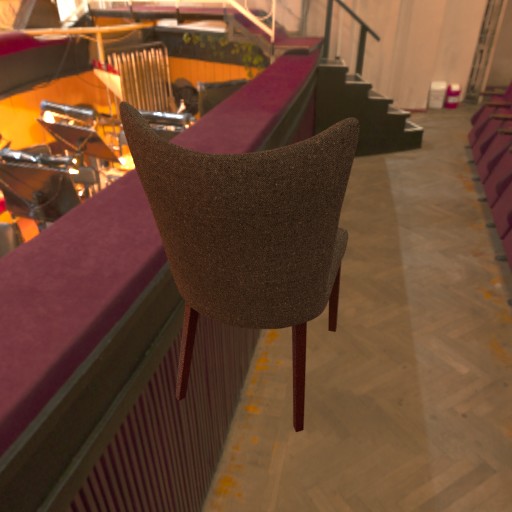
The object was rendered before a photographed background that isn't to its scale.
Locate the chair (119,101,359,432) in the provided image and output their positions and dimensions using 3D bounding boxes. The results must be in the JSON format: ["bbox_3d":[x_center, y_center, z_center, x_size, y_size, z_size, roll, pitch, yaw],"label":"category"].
[{"bbox_3d":[0.000,0.000,1.308,0.535,0.924,0.623,9,33,15],"label":"chair"}]
